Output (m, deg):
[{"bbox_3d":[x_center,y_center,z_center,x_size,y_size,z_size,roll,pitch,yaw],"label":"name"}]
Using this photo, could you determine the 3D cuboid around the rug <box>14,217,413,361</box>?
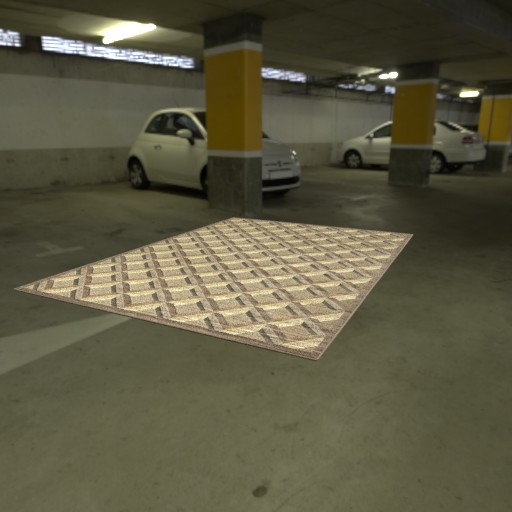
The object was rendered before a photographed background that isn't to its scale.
[{"bbox_3d":[0.000,0.000,4.189,2.382,0.018,3.294,8,17,26],"label":"rug"}]
